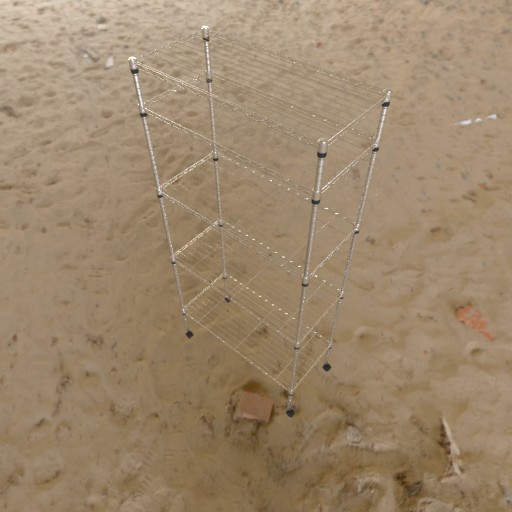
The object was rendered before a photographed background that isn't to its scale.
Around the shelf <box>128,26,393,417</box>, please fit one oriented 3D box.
[{"bbox_3d":[0.000,0.000,1.895,0.762,1.587,0.356,31,55,26],"label":"shelf"}]
